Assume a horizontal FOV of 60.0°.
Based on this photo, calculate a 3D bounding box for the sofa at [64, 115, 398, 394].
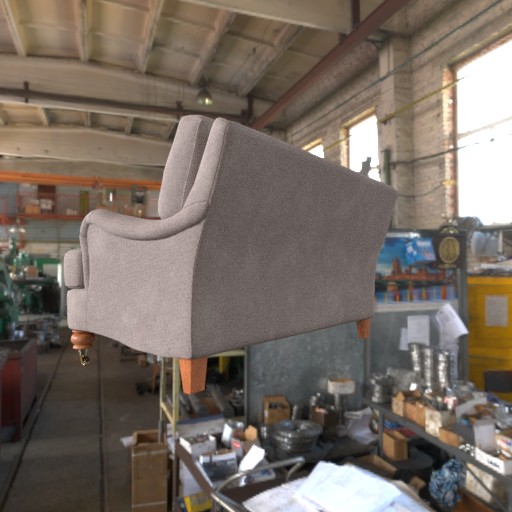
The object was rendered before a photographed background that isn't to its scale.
[{"bbox_3d":[0.000,0.000,2.583,1.084,1.101,1.853,-1,-2,37],"label":"sofa"}]
